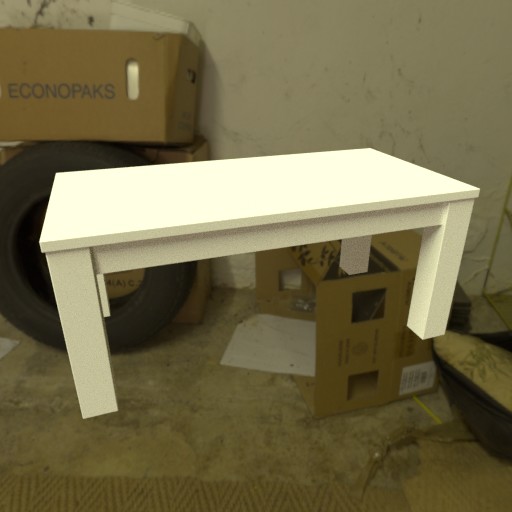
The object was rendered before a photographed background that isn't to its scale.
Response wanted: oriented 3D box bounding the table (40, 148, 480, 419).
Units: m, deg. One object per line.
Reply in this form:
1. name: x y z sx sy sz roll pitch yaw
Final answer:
1. table: 0.000 0.000 2.260 1.800 0.790 0.900 -8 27 -17
